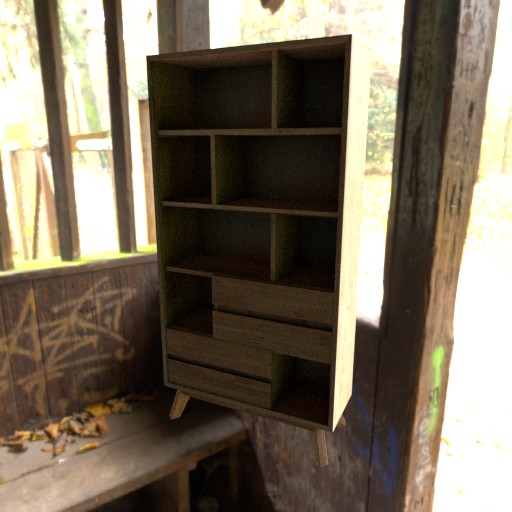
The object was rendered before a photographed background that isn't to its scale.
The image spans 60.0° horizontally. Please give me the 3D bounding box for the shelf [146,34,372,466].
[{"bbox_3d":[0.000,0.000,1.740,0.748,1.471,0.308,7,16,25],"label":"shelf"}]
